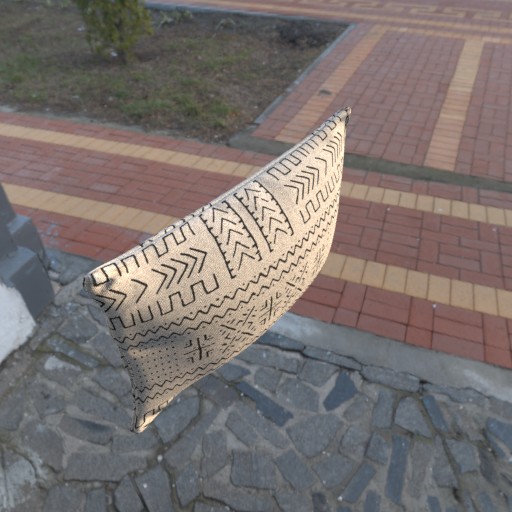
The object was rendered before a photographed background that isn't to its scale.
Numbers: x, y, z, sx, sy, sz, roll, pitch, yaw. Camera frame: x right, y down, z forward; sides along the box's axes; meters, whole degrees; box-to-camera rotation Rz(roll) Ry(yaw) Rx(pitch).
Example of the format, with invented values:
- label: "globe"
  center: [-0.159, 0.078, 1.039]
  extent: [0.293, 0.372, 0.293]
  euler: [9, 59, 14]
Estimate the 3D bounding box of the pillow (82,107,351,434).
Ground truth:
- label: "pillow"
  center: [0.000, 0.000, 0.799]
  extent: [0.188, 0.352, 0.637]
  euler: [26, 47, 27]
